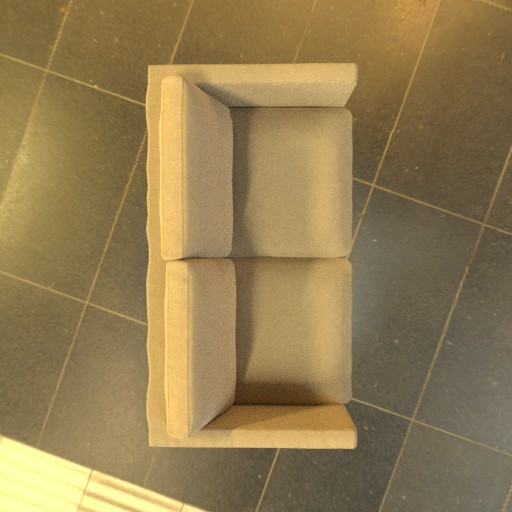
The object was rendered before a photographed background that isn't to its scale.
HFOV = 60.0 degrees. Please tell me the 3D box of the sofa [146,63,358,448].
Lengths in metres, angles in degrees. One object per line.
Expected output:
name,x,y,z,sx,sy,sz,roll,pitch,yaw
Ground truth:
sofa,0.000,0.000,2.227,0.962,0.835,1.719,0,91,1
